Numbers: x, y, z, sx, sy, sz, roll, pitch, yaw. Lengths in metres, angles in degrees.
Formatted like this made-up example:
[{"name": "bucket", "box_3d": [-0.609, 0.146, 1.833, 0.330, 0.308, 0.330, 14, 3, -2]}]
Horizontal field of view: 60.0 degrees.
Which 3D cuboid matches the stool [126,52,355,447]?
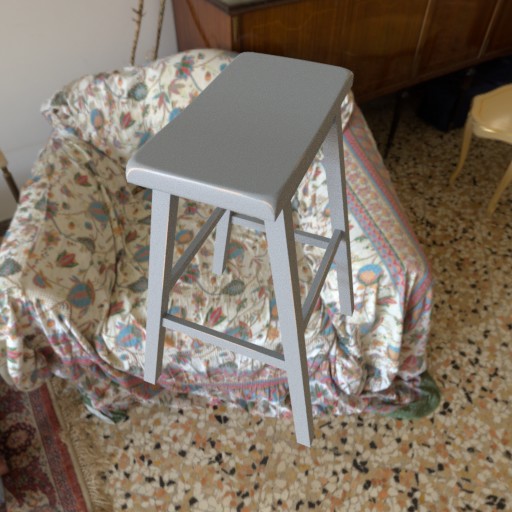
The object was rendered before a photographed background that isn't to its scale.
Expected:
[{"name": "stool", "box_3d": [0.000, 0.000, 1.030, 0.476, 0.737, 0.457, 17, 49, 15]}]
